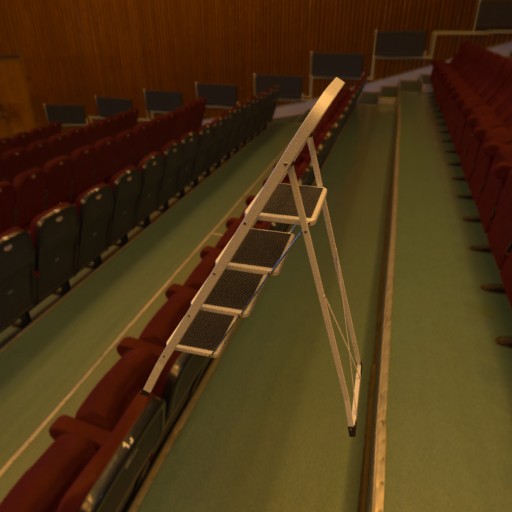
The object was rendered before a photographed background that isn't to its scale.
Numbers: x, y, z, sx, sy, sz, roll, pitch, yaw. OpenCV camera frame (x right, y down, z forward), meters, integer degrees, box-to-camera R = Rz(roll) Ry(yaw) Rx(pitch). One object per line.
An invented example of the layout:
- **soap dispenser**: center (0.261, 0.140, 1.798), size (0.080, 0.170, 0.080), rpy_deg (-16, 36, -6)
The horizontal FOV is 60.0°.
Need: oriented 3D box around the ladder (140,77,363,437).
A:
- **ladder**: center (0.000, 0.000, 1.689), size (0.914, 1.265, 0.460), rpy_deg (8, 30, 14)
